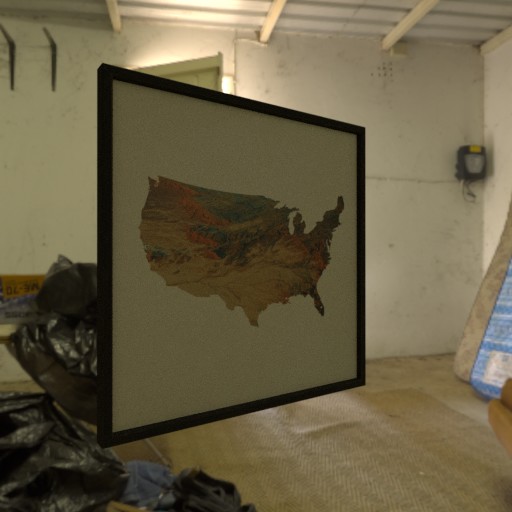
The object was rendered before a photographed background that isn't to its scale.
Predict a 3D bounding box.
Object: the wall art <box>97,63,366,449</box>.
[{"bbox_3d":[0.000,0.000,0.440,0.304,0.303,0.015,0,0,-35],"label":"wall art"}]
